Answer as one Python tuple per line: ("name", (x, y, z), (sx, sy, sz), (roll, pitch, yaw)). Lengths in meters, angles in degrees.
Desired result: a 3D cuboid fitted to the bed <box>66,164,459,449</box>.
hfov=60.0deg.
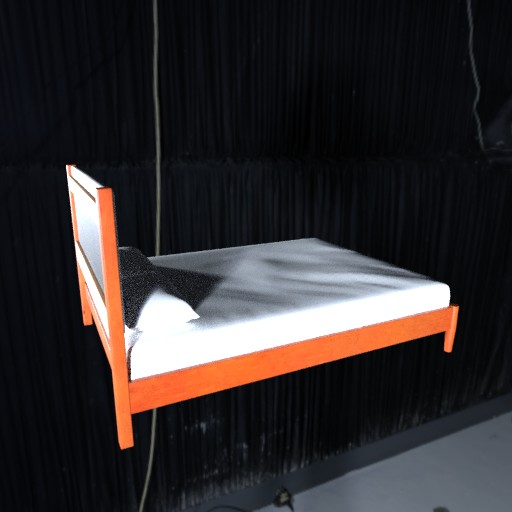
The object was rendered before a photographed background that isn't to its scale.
("bed", (0.000, 0.000, 2.957), (2.117, 1.165, 1.566), (-7, 17, -25))
